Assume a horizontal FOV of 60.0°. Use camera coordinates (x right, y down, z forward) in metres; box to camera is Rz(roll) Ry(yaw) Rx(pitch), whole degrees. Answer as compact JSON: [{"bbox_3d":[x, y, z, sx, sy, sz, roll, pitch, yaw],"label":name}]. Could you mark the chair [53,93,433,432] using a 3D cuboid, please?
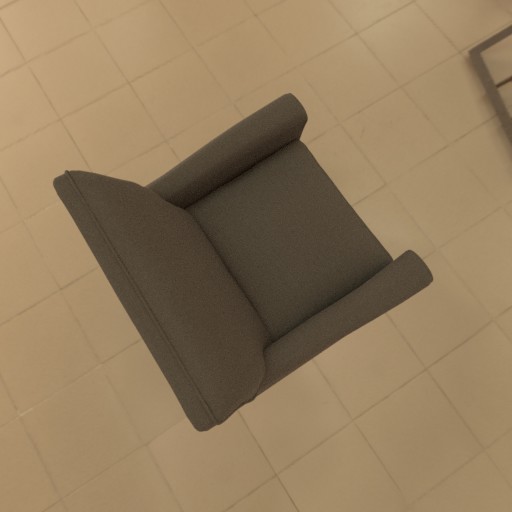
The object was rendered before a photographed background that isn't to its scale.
[{"bbox_3d":[0.000,0.000,1.596,0.831,0.911,0.836,-32,78,-8],"label":"chair"}]
